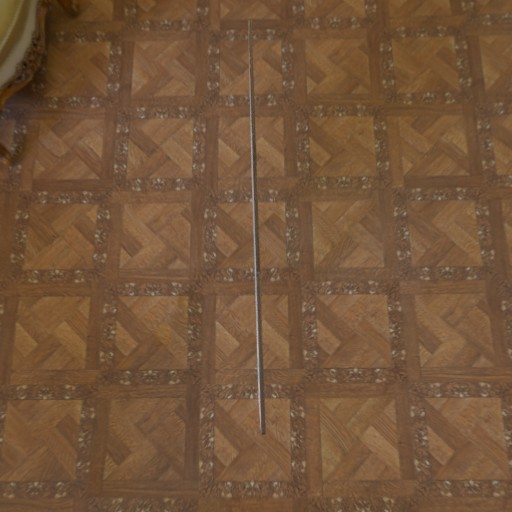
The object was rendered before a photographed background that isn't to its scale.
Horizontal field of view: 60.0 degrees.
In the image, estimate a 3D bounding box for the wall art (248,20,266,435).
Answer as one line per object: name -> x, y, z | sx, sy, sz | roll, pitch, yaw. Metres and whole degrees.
wall art -> 0.000, 0.000, 2.295 | 0.014, 1.525, 1.527 | -2, 76, 0
